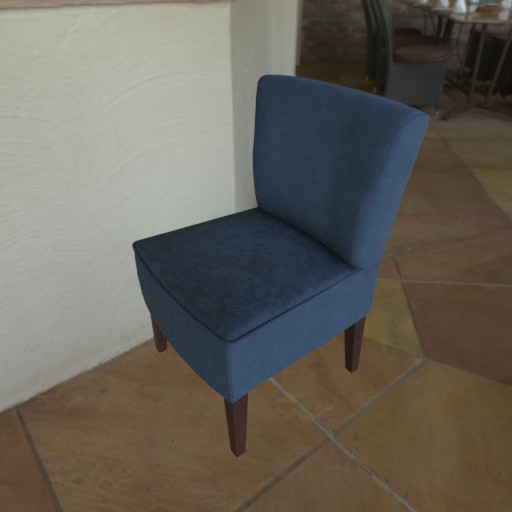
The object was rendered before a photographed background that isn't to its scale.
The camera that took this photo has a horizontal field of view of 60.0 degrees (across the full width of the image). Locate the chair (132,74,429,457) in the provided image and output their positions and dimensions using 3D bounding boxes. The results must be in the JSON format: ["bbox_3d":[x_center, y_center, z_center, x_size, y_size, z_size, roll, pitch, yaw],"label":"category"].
[{"bbox_3d":[0.000,0.000,1.181,0.551,0.806,0.521,-21,38,-29],"label":"chair"}]
